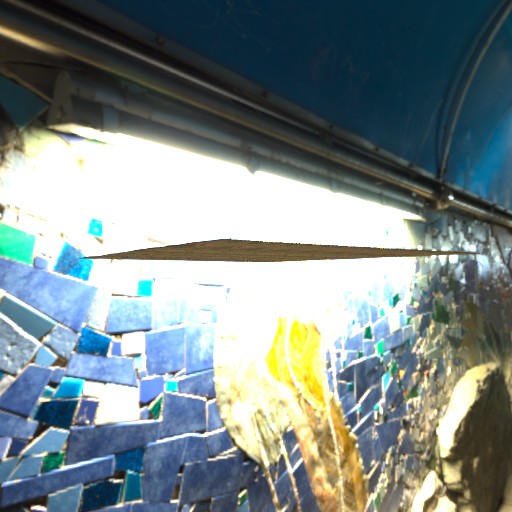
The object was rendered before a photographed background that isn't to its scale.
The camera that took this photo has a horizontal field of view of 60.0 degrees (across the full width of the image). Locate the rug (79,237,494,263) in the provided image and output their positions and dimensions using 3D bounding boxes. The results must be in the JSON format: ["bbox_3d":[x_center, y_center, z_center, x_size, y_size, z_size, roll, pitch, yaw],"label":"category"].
[{"bbox_3d":[0.000,0.000,3.922,2.371,0.012,3.000,2,-3,-35],"label":"rug"}]
